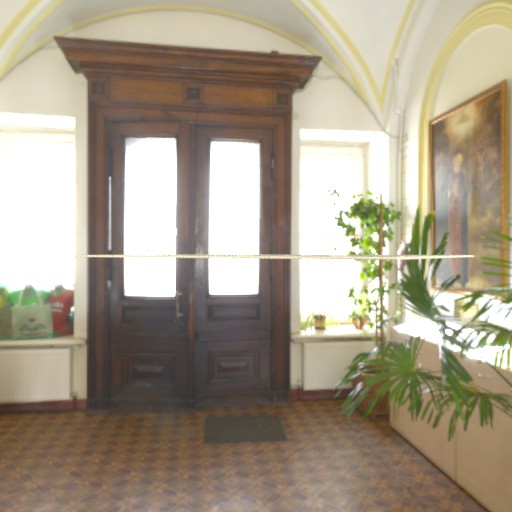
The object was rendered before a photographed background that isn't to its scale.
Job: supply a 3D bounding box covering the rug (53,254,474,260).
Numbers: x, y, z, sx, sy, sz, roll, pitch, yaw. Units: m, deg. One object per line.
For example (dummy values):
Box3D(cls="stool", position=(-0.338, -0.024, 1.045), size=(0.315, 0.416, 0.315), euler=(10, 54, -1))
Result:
Box3D(cls="rug", position=(0.000, 0.000, 3.015), size=(2.443, 0.015, 1.528), euler=(0, 0, 36))
